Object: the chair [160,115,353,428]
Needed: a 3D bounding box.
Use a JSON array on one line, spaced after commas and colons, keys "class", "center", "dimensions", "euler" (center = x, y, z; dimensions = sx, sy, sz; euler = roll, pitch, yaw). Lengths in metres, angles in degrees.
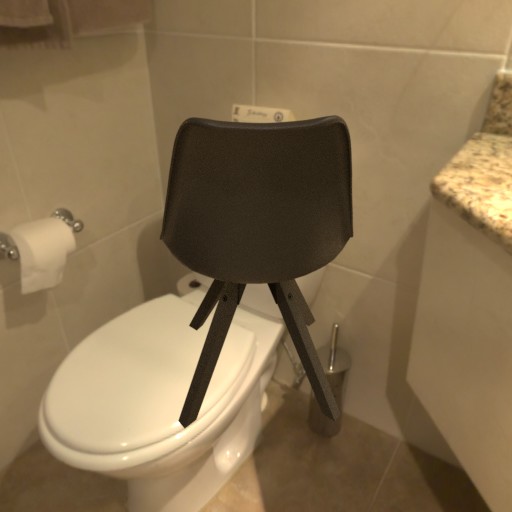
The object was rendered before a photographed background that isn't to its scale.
[{"class": "chair", "center": [0.000, 0.000, 1.173], "dimensions": [0.485, 0.850, 0.550], "euler": [-2, 31, -3]}]
